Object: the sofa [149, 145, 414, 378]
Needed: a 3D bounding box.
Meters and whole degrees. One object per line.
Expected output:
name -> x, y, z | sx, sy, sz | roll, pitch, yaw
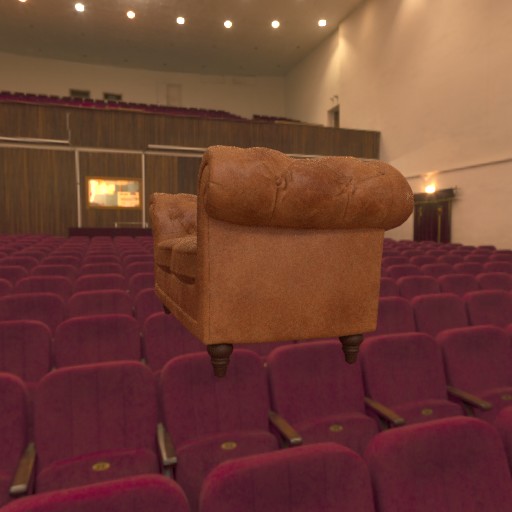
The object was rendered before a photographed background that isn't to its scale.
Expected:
sofa -> 0.000, 0.000, 2.558 | 1.042, 0.877, 1.979 | -1, 3, -19
